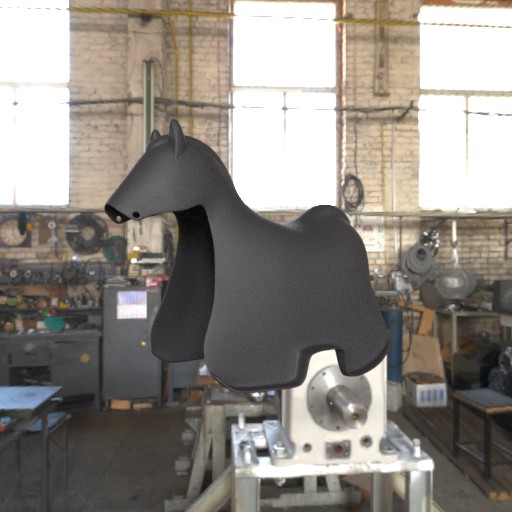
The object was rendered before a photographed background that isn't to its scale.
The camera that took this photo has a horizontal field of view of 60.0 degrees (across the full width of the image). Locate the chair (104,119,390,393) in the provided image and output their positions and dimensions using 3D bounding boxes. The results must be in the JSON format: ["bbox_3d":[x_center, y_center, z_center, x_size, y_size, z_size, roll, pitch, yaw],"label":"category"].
[{"bbox_3d":[0.000,0.000,1.191,0.800,0.612,0.429,0,0,-37],"label":"chair"}]
